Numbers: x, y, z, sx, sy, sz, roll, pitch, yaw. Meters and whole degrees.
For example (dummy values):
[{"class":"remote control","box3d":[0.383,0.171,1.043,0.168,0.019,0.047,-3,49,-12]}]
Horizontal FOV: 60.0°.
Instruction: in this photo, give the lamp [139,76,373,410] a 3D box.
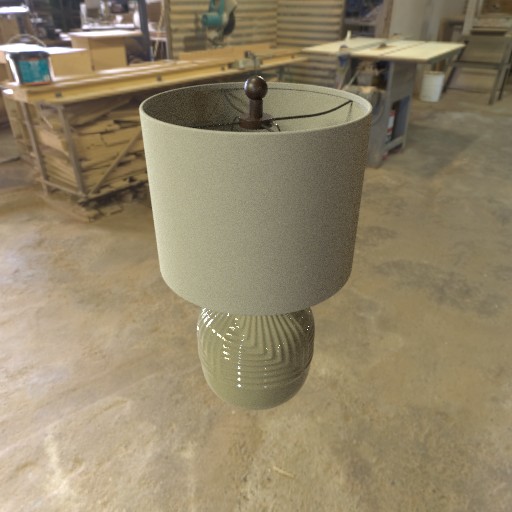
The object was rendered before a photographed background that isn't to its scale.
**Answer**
[{"class":"lamp","box3d":[0.000,0.000,0.745,0.318,0.567,0.318,0,31,0]}]
